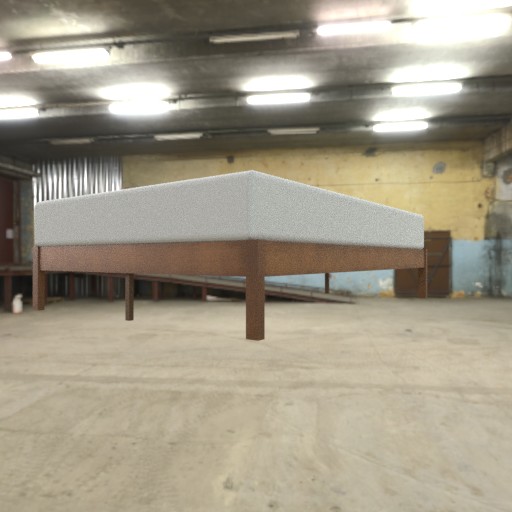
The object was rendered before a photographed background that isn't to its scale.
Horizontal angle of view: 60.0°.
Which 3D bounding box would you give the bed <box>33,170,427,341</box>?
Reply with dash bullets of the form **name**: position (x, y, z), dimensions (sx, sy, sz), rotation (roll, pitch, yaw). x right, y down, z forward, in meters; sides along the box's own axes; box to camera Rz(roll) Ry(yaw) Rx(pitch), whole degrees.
- **bed**: position (0.000, 0.000, 2.790), dimensions (1.529, 0.593, 2.050), rotation (0, 0, 37)
